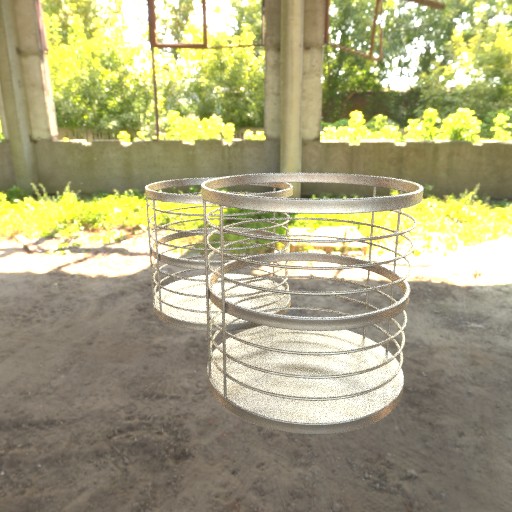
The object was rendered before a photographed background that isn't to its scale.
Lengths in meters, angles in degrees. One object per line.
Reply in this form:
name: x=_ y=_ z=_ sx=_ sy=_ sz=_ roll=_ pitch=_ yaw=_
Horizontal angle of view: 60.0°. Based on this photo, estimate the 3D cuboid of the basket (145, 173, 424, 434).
basket: x=0.000 y=0.000 z=0.947 sx=0.356 sy=0.351 sz=0.746 roll=-8 pitch=18 yaw=-26
